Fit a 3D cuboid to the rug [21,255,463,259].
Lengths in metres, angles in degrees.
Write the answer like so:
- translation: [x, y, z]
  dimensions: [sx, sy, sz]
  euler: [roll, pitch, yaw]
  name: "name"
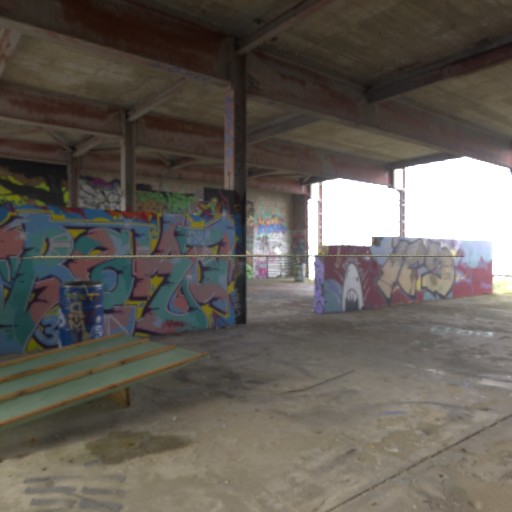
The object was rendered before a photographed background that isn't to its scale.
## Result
- translation: [0.000, 0.000, 2.552]
  dimensions: [2.340, 0.013, 0.686]
  euler: [0, 1, -18]
  name: "rug"
